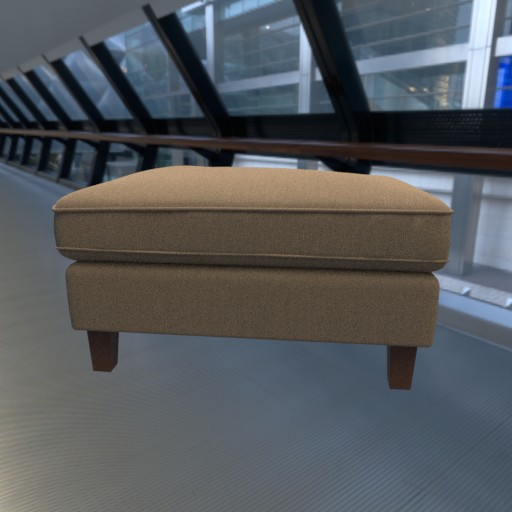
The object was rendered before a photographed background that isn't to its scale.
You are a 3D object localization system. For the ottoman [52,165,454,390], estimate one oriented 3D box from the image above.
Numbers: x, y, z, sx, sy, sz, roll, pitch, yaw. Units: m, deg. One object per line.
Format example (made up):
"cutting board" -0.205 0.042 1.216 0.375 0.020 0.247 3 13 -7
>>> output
"ottoman" 0.000 0.000 1.329 0.945 0.521 0.636 2 15 6
